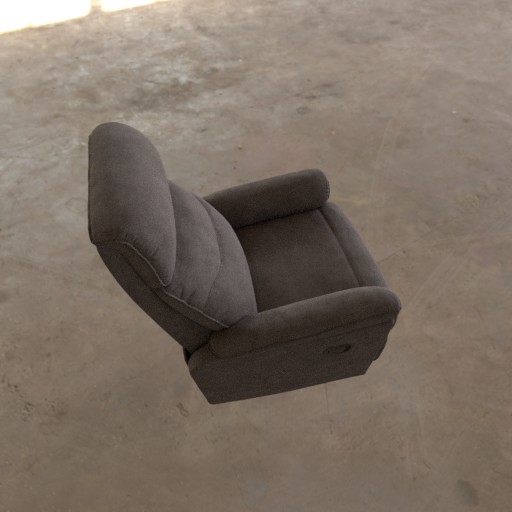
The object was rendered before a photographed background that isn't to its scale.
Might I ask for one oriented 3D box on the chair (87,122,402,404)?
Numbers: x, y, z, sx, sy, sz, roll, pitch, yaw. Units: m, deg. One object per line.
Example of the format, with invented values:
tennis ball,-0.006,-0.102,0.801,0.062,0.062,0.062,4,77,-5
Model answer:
chair,0.000,0.000,1.719,1.009,1.036,0.830,-11,48,-10
